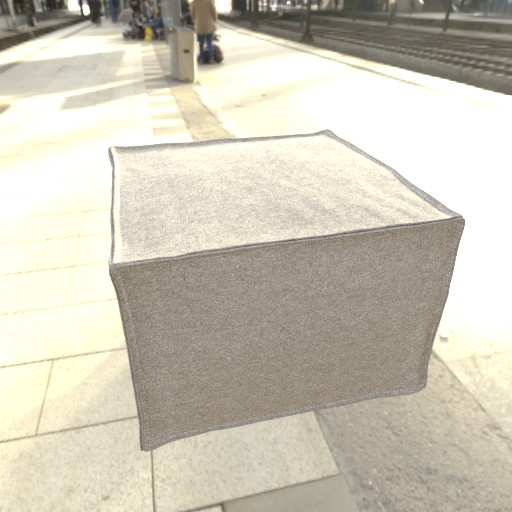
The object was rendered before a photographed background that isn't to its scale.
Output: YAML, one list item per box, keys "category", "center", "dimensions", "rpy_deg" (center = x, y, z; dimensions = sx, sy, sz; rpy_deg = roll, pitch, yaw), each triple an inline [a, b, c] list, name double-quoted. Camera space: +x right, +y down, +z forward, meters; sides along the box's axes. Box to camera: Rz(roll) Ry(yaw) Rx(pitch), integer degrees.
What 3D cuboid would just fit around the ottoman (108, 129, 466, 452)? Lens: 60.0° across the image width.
- category: "ottoman"
  center: [0.000, 0.000, 1.147]
  dimensions: [0.696, 0.470, 0.707]
  rpy_deg: [-8, 31, -13]
